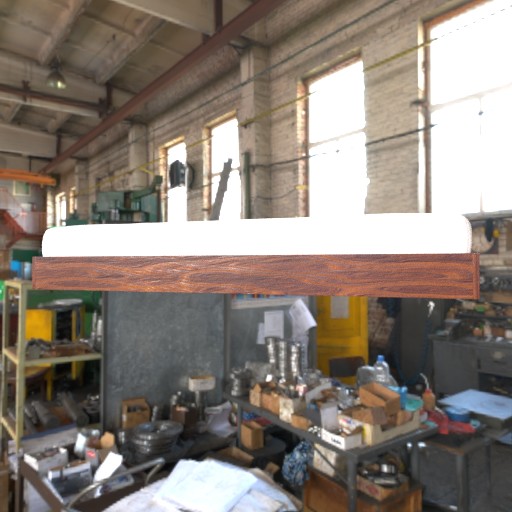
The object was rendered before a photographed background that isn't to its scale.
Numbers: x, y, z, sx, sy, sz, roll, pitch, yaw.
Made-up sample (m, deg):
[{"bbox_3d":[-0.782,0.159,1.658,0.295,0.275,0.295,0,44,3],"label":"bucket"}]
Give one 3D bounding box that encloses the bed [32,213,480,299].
[{"bbox_3d":[0.000,0.000,2.188,1.860,0.312,0.940,0,-1,19],"label":"bed"}]
